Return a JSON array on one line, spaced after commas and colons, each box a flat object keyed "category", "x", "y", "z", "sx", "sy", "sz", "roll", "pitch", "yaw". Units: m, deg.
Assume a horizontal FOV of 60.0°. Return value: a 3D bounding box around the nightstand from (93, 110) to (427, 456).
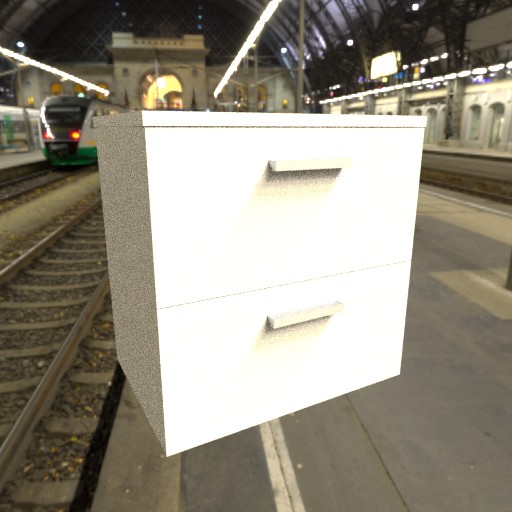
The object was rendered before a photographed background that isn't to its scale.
[{"category": "nightstand", "x": 0.000, "y": 0.000, "z": 0.766, "sx": 0.441, "sy": 0.460, "sz": 0.325, "roll": -9, "pitch": 18, "yaw": -28}]
